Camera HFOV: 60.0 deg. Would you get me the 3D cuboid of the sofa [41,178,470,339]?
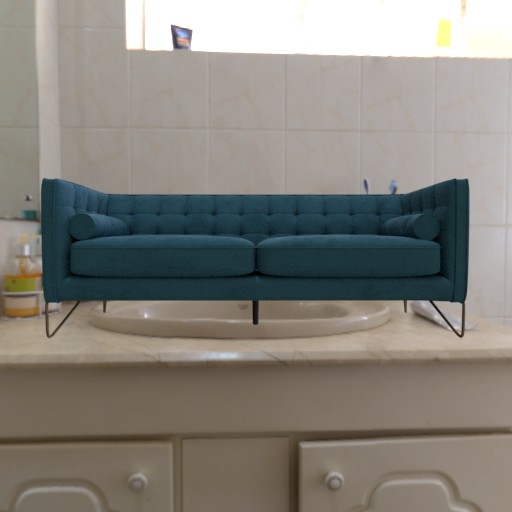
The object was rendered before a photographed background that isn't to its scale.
[{"bbox_3d":[0.000,0.000,2.546,2.087,0.789,0.867,0,2,0],"label":"sofa"}]
